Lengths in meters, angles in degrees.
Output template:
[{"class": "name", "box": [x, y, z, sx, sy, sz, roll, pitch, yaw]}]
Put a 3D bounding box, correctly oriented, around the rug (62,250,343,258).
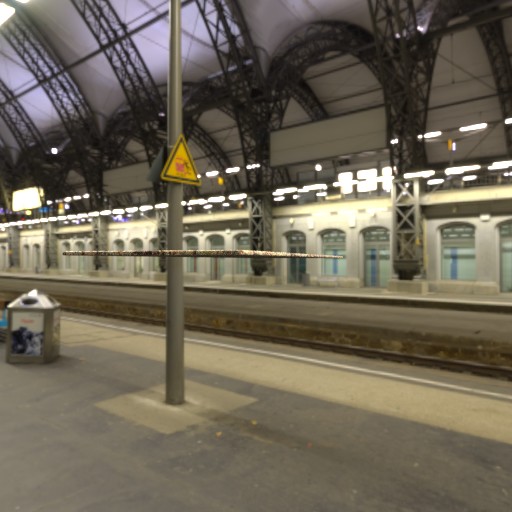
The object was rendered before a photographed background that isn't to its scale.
[{"class": "rug", "box": [0.000, 0.000, 2.552, 0.688, 0.015, 2.292, 0, -1, 19]}]
